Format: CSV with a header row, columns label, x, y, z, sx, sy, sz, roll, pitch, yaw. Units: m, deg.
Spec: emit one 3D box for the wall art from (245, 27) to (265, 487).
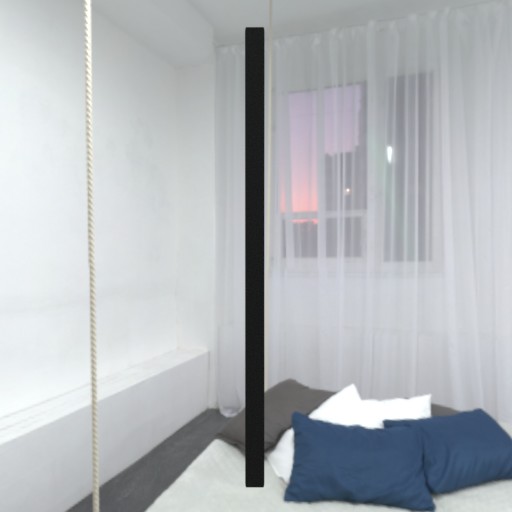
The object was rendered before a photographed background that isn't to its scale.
label,x,y,z,sx,sy,sz,roll,pitch,yaw
wall art,0.000,0.000,0.705,0.021,0.508,0.432,0,1,0
